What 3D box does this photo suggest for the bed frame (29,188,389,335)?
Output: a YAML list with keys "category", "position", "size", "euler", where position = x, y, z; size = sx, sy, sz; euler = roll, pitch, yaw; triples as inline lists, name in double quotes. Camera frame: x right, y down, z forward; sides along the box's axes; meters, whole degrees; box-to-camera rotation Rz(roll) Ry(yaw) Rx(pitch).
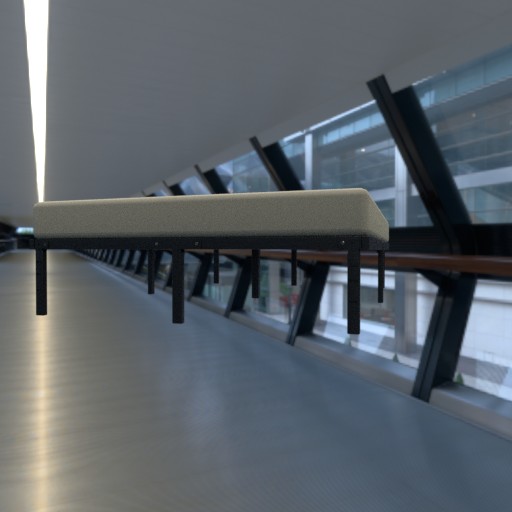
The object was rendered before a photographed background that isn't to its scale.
- category: "bed frame"
  position: [0.000, 0.000, 3.579]
  size: [1.990, 0.680, 2.635]
  euler: [0, 1, 19]
